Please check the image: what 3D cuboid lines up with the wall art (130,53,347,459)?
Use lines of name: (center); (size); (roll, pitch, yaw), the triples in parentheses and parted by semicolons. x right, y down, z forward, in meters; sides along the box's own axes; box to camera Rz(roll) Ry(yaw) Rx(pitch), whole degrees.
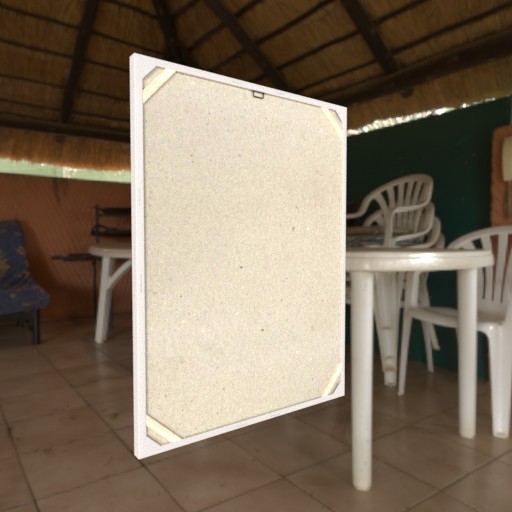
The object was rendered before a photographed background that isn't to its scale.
wall art: (0.000, 0.000, 1.606); (0.914, 1.212, 0.038); (-2, 3, -37)
